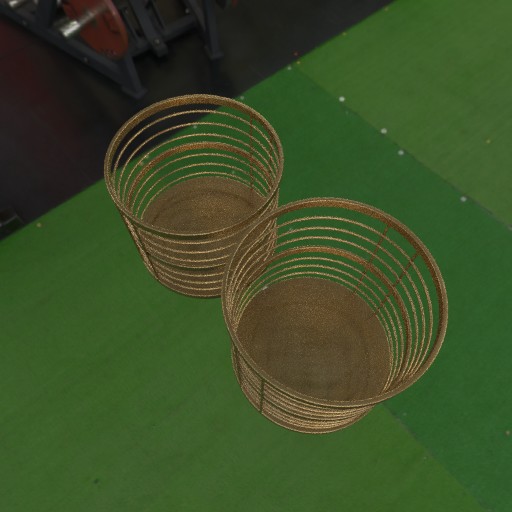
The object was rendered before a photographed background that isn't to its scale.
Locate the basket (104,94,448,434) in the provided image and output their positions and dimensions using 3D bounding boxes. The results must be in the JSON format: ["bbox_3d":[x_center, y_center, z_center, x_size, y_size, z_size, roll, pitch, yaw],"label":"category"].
[{"bbox_3d":[0.000,0.000,0.925,0.356,0.351,0.746,-36,68,-17],"label":"basket"}]
